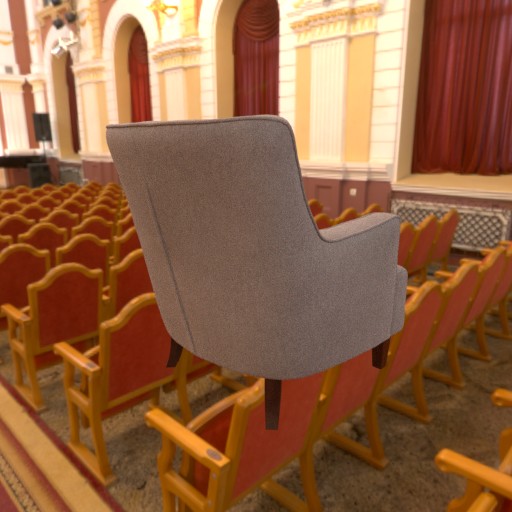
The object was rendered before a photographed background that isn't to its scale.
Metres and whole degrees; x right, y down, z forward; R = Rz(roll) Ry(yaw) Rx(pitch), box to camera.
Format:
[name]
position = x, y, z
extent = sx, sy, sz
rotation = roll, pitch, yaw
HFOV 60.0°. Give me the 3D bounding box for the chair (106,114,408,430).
[chair]
position = 0.000, 0.000, 1.587
extent = 0.910, 0.919, 0.781
rotation = -14, 20, -43
